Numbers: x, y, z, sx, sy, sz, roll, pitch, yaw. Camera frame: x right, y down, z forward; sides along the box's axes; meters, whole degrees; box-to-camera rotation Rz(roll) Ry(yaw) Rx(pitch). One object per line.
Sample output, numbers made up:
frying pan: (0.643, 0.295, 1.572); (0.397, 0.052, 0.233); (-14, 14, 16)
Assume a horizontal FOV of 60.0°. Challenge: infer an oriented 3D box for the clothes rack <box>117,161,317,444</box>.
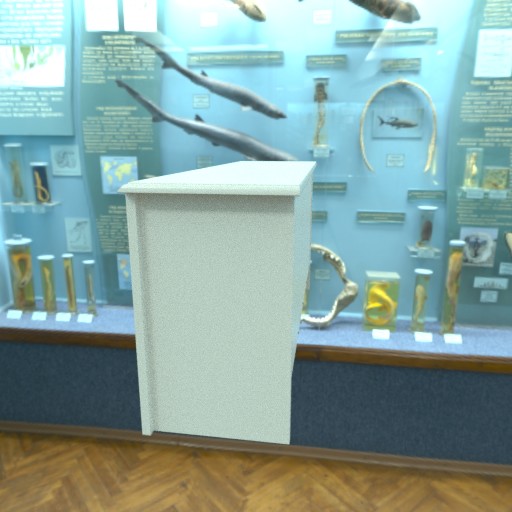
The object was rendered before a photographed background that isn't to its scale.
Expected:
clothes rack: (0.000, 0.000, 1.363); (0.324, 0.531, 1.120); (2, 14, 9)
